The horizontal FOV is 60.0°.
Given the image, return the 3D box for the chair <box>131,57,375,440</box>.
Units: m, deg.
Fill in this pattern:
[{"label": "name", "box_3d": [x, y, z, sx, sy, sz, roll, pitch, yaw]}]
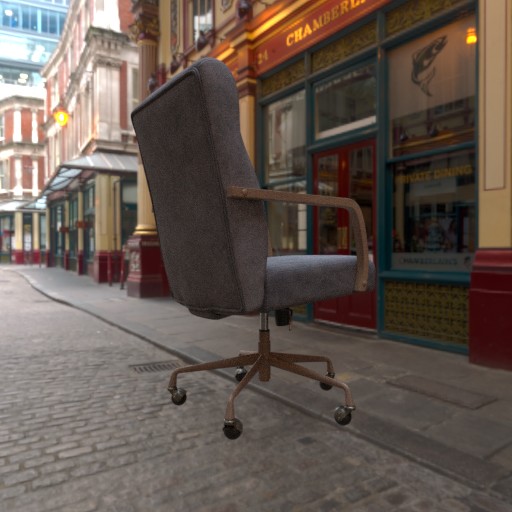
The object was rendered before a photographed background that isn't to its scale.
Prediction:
[{"label": "chair", "box_3d": [0.000, 0.000, 1.504, 0.741, 1.029, 0.640, 0, 0, -35]}]
